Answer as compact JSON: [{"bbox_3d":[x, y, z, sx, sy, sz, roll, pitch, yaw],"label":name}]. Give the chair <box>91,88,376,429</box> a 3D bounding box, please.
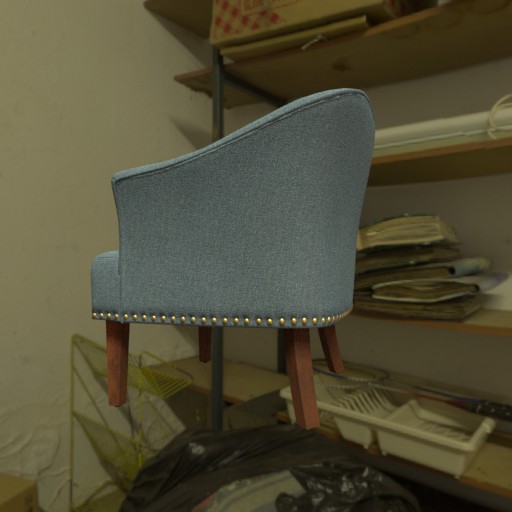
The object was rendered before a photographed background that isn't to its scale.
[{"bbox_3d":[0.000,0.000,1.357,0.704,0.815,0.772,0,-1,18],"label":"chair"}]
